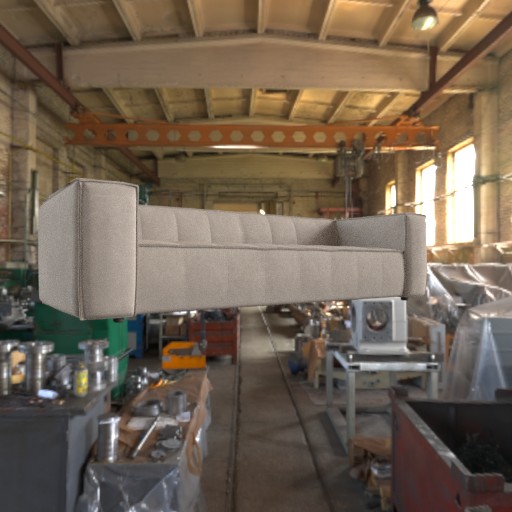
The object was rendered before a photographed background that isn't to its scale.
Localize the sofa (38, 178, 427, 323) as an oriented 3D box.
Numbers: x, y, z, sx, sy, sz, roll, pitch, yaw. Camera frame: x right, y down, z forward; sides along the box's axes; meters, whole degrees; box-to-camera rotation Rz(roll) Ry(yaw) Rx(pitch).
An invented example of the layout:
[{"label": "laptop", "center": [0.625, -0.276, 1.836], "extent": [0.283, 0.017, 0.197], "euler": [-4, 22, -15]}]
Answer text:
[{"label": "sofa", "center": [0.000, 0.000, 3.144], "extent": [2.697, 0.680, 1.038], "euler": [1, -1, -35]}]
